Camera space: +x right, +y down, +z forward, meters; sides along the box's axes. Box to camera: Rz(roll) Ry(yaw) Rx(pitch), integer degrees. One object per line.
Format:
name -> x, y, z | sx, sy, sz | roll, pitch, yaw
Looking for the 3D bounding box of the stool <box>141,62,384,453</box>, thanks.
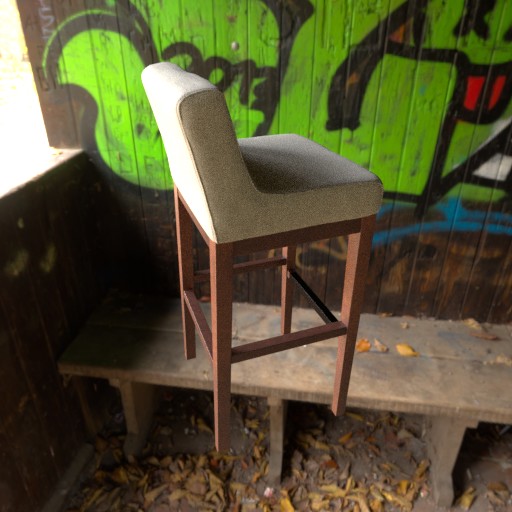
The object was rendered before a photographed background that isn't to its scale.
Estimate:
stool -> 0.000, 0.000, 1.318 | 0.500, 1.037, 0.511 | -10, 30, -18
